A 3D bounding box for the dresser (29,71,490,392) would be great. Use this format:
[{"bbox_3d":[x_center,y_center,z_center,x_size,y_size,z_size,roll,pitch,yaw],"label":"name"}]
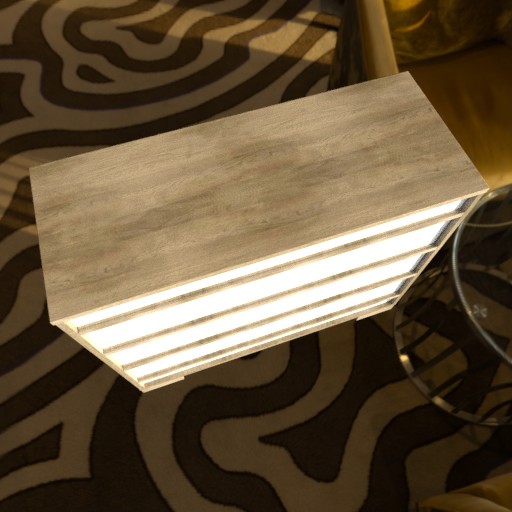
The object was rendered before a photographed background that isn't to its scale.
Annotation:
[{"bbox_3d":[0.000,0.000,1.392,0.994,0.816,0.404,-17,65,-8],"label":"dresser"}]
